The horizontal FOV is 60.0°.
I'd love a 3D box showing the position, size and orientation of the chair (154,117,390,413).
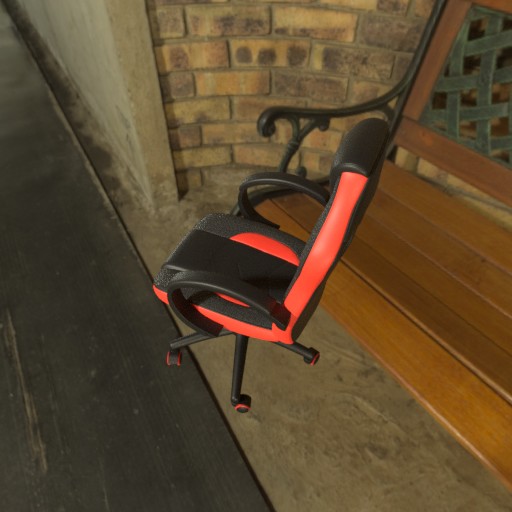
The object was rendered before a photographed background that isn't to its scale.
[{"bbox_3d":[0.000,0.000,1.431,0.642,1.016,0.600,17,48,16],"label":"chair"}]
